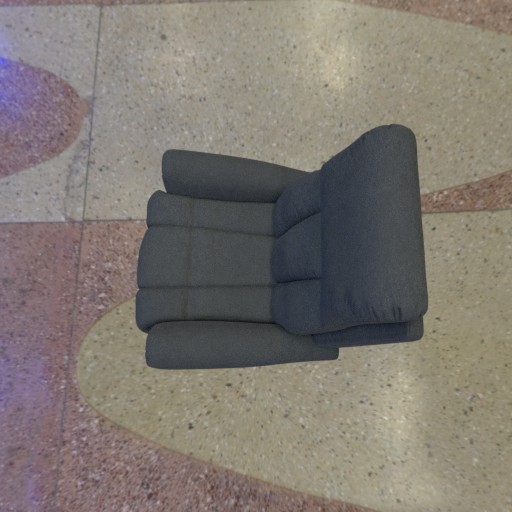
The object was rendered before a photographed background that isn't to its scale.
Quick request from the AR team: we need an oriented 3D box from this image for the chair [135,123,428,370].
[{"bbox_3d":[0.000,0.000,1.721,0.979,1.031,0.871,1,75,0],"label":"chair"}]
